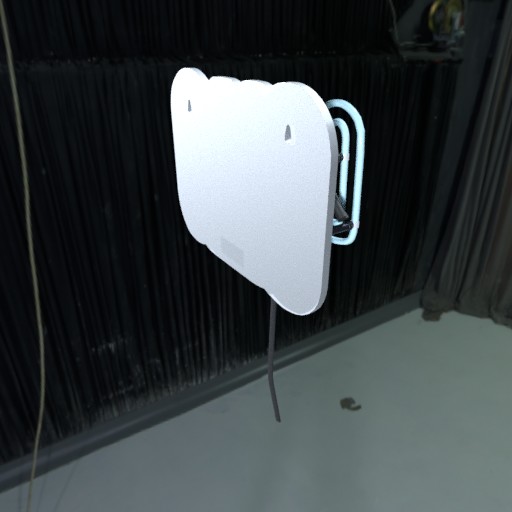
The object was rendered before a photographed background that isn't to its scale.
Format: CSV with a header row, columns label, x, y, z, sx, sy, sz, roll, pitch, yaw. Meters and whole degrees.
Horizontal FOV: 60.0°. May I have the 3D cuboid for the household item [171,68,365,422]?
label,x,y,z,sx,sy,sz,roll,pitch,yaw
household item,0.000,0.000,0.383,0.042,0.294,0.211,-17,31,-30
